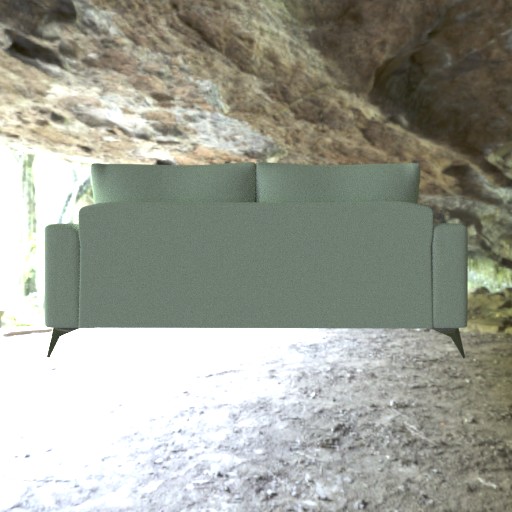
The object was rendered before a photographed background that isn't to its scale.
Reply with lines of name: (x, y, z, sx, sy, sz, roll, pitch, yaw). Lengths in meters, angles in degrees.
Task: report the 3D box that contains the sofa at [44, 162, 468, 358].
sofa: (0.000, 0.000, 2.159, 1.650, 0.790, 0.920, 0, 0, 0)
